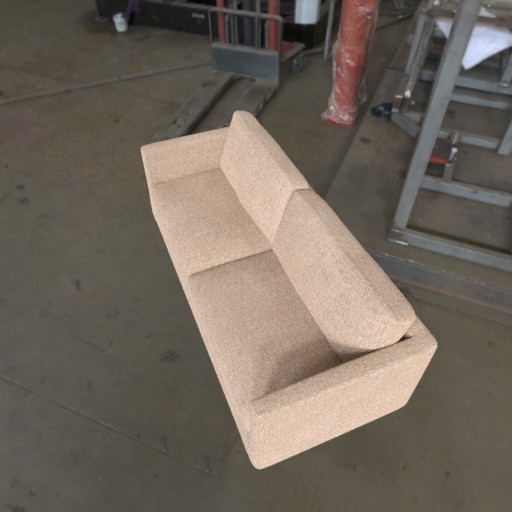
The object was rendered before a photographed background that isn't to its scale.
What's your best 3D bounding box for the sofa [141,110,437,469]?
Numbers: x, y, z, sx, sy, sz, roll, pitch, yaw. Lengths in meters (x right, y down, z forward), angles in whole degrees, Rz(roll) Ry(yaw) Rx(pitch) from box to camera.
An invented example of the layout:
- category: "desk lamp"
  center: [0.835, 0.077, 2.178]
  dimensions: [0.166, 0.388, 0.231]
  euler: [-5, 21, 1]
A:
- category: "sofa"
  center: [0.000, 0.000, 2.810]
  dimensions: [0.951, 0.965, 2.208]
  euler: [-17, 49, -15]
